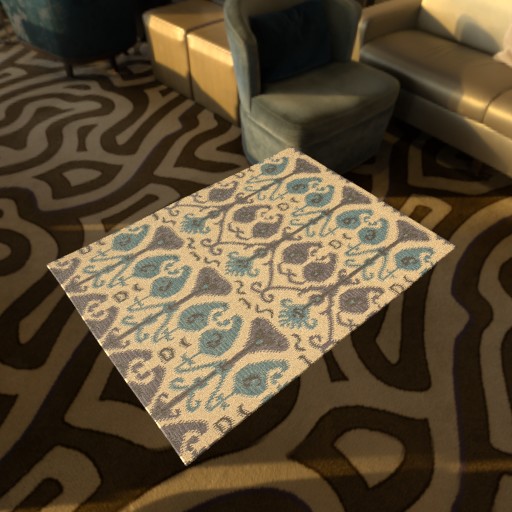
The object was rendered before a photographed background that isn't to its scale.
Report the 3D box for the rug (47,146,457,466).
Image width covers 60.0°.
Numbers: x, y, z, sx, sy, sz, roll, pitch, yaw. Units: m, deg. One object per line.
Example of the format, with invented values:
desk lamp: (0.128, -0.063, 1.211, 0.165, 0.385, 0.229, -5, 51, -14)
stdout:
rug: (0.000, 0.000, 3.013, 2.261, 0.013, 1.676, -31, 53, -27)
